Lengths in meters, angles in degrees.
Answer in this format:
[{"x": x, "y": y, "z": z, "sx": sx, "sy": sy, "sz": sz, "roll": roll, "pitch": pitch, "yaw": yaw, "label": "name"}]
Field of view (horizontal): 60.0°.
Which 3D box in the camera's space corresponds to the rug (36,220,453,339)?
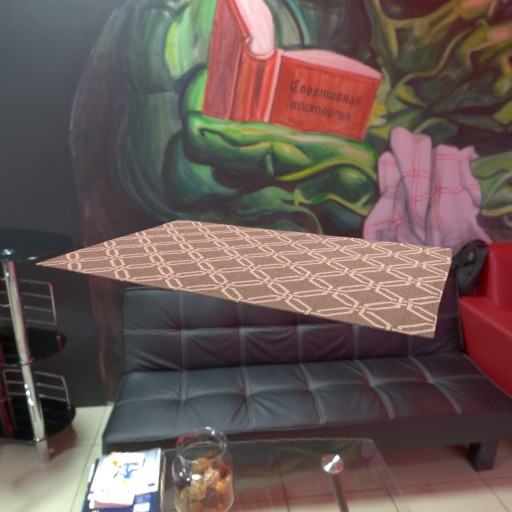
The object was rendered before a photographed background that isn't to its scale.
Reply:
[{"x": 0.000, "y": 0.000, "z": 2.186, "sx": 1.748, "sy": 0.010, "sz": 1.142, "roll": 8, "pitch": 18, "yaw": 25, "label": "rug"}]
